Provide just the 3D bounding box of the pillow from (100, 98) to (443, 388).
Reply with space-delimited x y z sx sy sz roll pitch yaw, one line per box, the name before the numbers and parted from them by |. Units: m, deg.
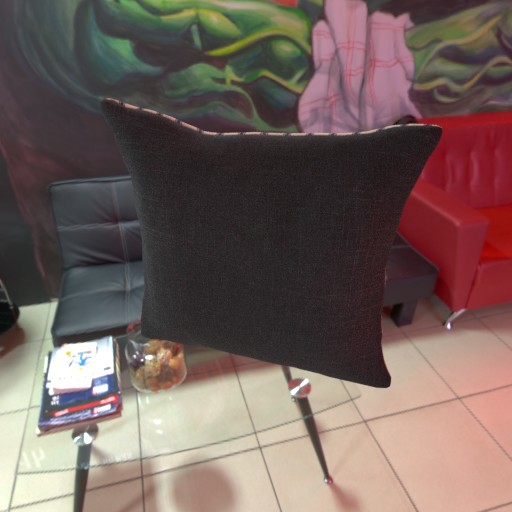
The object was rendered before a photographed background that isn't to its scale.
pillow | 0.000 0.000 0.689 0.468 0.444 0.138 9 32 15
